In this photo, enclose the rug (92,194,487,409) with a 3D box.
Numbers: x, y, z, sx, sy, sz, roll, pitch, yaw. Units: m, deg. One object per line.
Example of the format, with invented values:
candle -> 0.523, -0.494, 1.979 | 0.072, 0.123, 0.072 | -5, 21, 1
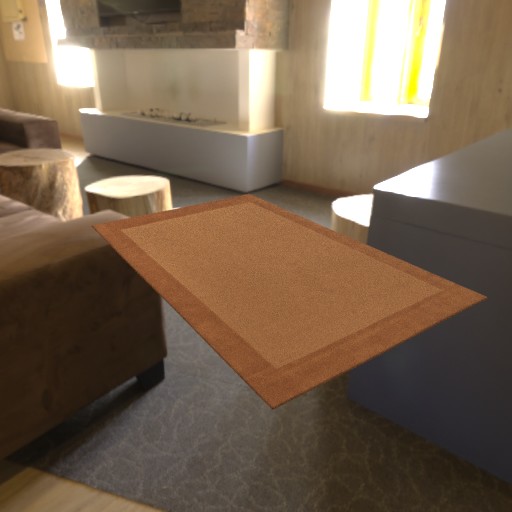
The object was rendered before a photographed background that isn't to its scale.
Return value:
rug -> 0.000, 0.000, 3.042 | 1.524, 0.014, 2.438 | -16, 29, -31
